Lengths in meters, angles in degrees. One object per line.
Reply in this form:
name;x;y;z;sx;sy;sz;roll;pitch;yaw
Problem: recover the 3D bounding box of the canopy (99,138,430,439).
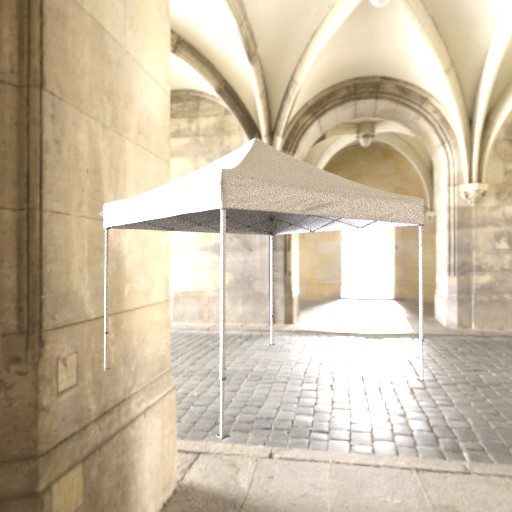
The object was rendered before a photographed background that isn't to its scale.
canopy;0.000;0.000;5.619;2.996;2.998;2.994;0;-1;-37
